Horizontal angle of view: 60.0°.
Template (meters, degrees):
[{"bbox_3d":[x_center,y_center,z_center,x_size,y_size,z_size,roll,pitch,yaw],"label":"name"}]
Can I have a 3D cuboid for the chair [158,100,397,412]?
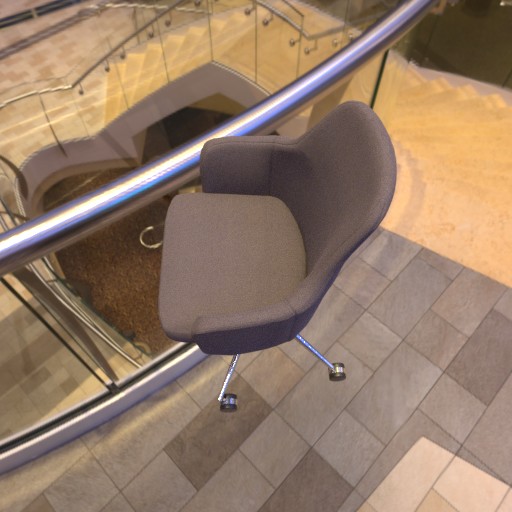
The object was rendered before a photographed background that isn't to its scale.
[{"bbox_3d":[0.000,0.000,1.236,0.600,0.820,0.655,-2,58,-1],"label":"chair"}]
